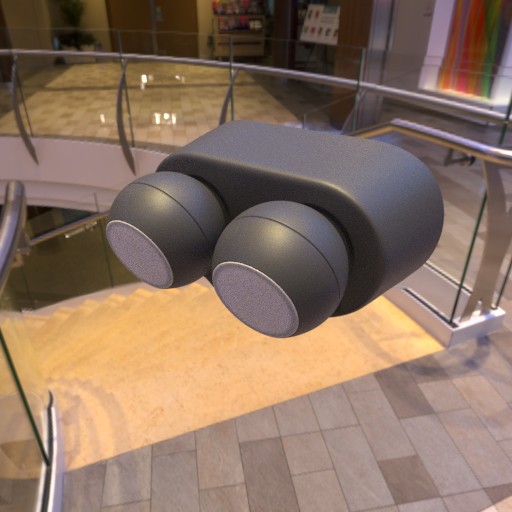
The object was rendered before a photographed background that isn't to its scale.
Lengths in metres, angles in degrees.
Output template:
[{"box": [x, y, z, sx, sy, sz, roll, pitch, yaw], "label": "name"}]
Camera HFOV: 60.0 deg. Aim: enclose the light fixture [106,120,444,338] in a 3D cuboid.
[{"box": [0.000, 0.000, 0.338, 0.229, 0.159, 0.159, 19, 35, 29], "label": "light fixture"}]
